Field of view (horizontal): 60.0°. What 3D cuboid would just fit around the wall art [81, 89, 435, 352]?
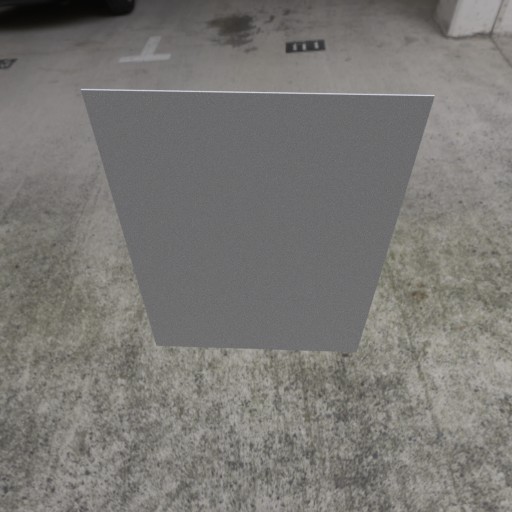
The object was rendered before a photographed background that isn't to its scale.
[{"bbox_3d":[0.000,0.000,0.792,0.457,0.609,0.003,2,46,1],"label":"wall art"}]
